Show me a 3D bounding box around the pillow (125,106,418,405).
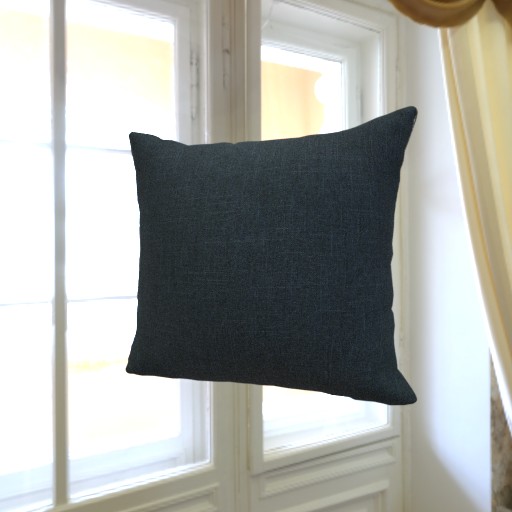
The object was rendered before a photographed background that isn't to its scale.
[{"bbox_3d":[0.000,0.000,0.795,0.546,0.487,0.180,0,1,18],"label":"pillow"}]
